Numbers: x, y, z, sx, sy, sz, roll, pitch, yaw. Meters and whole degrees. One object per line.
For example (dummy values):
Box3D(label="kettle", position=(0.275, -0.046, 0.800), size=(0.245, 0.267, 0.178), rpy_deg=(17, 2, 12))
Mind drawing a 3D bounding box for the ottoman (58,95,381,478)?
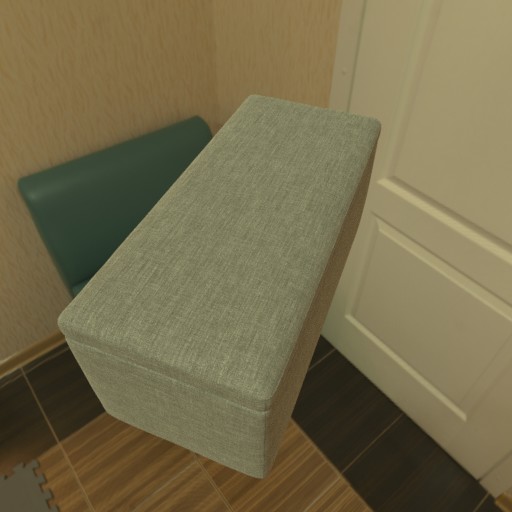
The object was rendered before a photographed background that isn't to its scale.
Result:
Box3D(label="ottoman", position=(0.000, 0.000, 1.125), size=(0.419, 0.432, 0.902), rpy_deg=(16, 49, 15))
